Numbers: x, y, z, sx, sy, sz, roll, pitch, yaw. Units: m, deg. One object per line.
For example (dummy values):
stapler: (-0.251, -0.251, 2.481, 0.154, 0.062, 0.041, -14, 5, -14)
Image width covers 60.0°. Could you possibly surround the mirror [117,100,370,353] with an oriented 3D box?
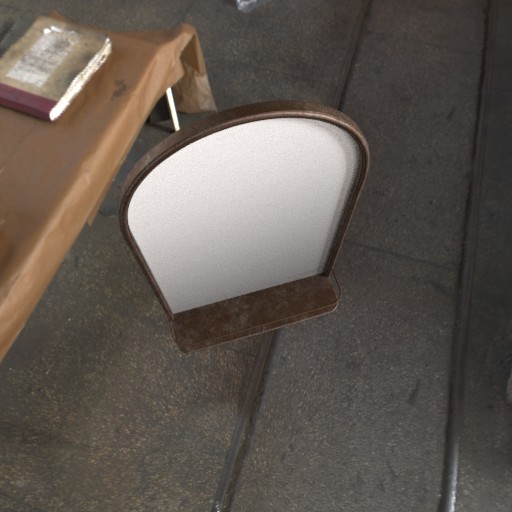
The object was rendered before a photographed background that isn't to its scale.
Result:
mirror: (0.000, 0.000, 0.990, 0.510, 0.770, 0.137, -15, 65, -7)
